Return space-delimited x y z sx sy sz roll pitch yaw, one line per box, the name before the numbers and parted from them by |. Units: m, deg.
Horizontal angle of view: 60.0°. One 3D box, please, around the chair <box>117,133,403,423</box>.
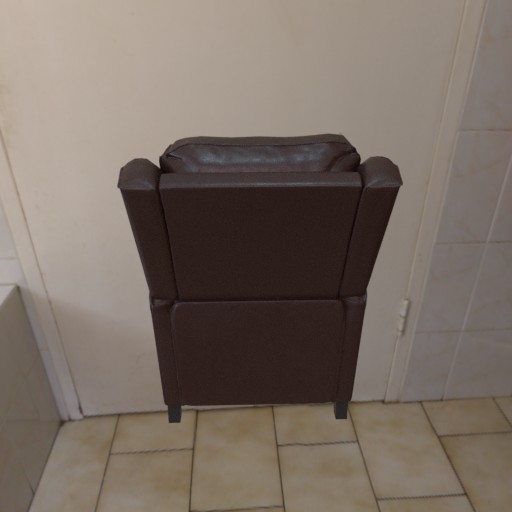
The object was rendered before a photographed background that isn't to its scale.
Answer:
chair | 0.000 0.000 1.784 0.770 1.132 0.982 -1 30 -1
